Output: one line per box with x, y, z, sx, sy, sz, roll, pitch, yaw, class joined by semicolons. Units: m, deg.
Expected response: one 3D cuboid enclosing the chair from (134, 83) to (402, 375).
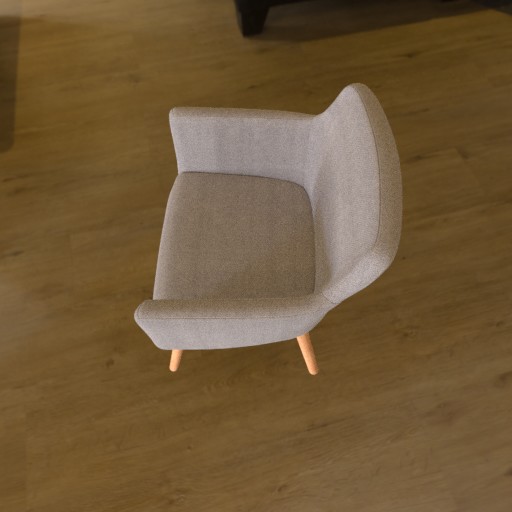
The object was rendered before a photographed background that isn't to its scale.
0.000;0.000;1.163;0.540;0.780;0.570;1;60;1;chair
